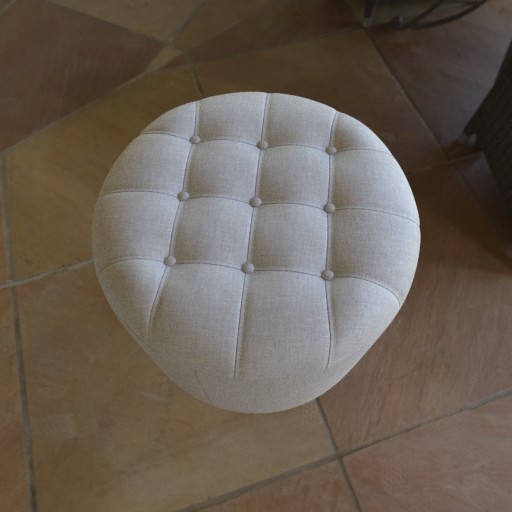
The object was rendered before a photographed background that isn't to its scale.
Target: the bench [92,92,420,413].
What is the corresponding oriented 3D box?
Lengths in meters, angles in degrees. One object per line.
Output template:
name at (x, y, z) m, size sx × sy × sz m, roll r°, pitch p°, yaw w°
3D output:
bench at (0.000, 0.000, 0.957) m, size 0.600 × 0.453 × 0.600 m, roll 0°, pitch 63°, yaw 0°
